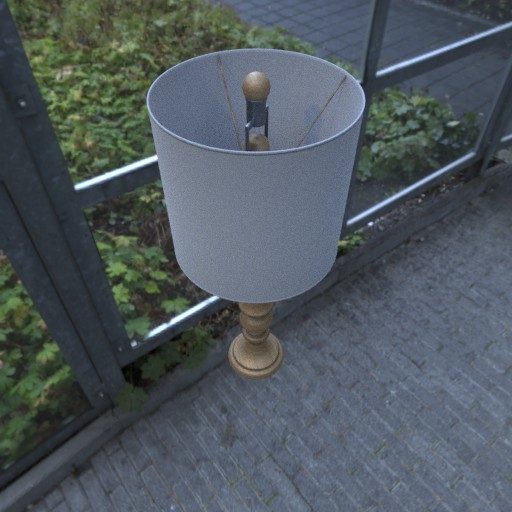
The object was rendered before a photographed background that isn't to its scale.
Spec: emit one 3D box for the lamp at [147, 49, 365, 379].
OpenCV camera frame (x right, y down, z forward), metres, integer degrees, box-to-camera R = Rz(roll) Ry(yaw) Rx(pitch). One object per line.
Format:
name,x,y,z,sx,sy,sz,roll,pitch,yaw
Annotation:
lamp,0.000,0.000,0.714,0.250,0.597,0.250,-18,49,-17
